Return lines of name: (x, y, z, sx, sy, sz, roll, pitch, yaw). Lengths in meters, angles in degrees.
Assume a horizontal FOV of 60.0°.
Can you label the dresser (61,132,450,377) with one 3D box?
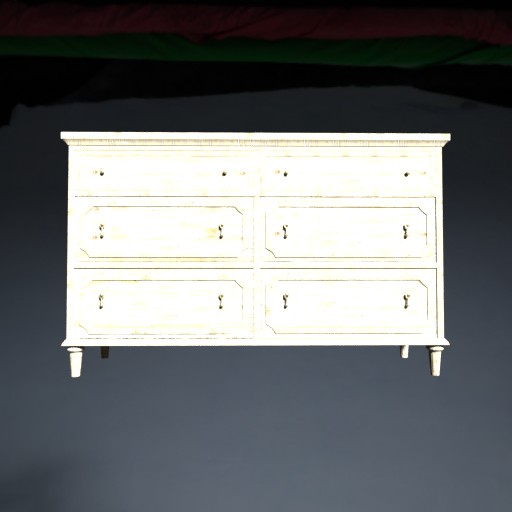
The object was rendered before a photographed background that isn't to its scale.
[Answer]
dresser: (0.000, 0.000, 2.066, 1.626, 1.016, 0.457, 0, -2, -1)
